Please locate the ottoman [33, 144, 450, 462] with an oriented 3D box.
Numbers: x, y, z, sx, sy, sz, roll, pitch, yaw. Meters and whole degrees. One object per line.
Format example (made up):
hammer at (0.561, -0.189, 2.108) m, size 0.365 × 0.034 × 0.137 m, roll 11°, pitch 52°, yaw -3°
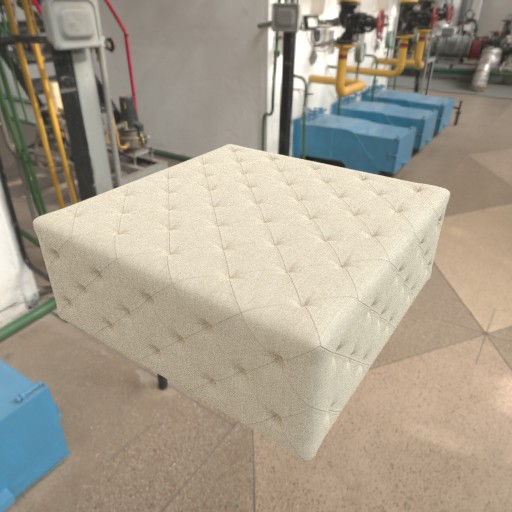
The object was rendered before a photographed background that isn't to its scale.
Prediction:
ottoman at (0.000, 0.000, 1.601) m, size 1.028 × 0.439 × 1.028 m, roll 19°, pitch 36°, yaw 29°
